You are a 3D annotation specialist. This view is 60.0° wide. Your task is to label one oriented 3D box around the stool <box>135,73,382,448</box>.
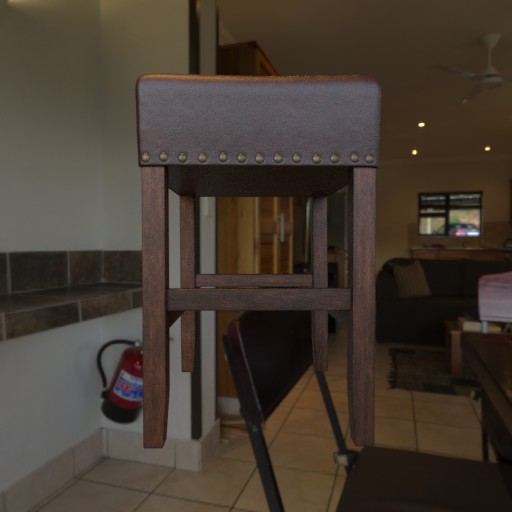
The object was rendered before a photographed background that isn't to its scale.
[{"bbox_3d":[0.000,0.000,0.936,0.397,0.608,0.465,0,1,-1],"label":"stool"}]
